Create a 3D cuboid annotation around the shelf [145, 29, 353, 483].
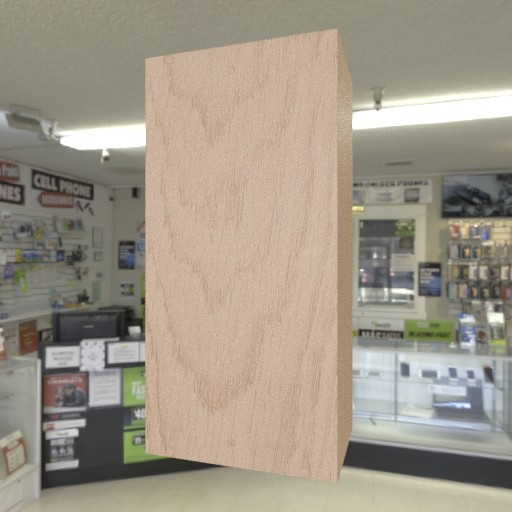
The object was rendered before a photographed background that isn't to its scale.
[{"bbox_3d":[0.000,0.000,0.723,0.290,0.600,0.200,0,0,18],"label":"shelf"}]
